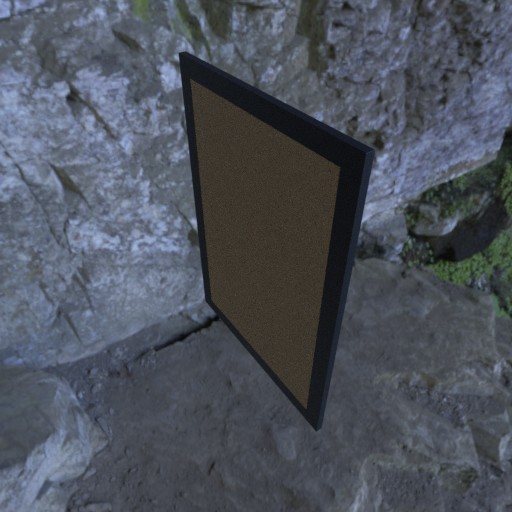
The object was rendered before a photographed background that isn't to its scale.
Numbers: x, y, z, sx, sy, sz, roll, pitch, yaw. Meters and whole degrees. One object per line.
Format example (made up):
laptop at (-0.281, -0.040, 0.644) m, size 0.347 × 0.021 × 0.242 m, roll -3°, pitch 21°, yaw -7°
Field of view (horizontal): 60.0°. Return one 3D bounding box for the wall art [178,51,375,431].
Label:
wall art at (0.000, 0.000, 0.716) m, size 0.013 × 0.534 × 0.381 m, roll -25°, pitch 47°, yaw -26°
